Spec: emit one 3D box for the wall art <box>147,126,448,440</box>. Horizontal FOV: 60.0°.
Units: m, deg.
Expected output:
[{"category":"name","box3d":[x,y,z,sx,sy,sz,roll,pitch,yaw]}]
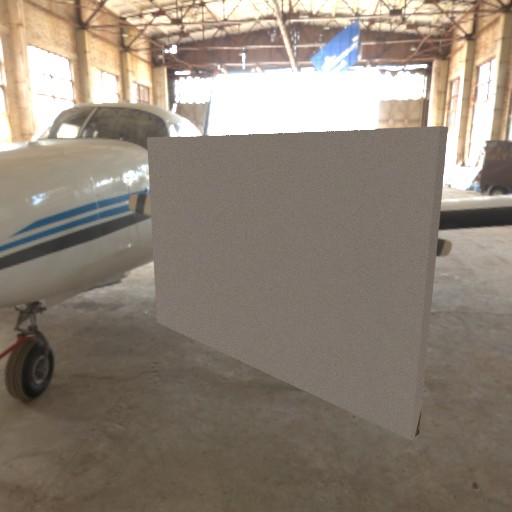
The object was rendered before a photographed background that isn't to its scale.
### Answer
[{"category":"wall art","box3d":[0.000,0.000,1.128,0.898,0.601,0.038,13,18,43]}]
